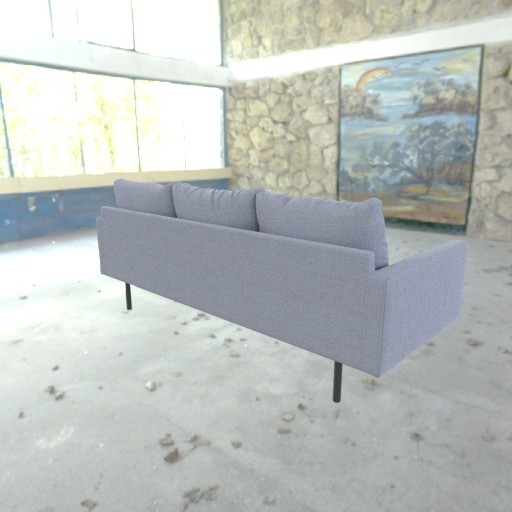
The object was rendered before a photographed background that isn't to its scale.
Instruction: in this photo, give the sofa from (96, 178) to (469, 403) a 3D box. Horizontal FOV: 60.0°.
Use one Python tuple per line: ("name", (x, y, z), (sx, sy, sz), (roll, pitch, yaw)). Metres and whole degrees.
("sofa", (0.000, 0.000, 2.481), (2.000, 0.830, 0.850), (12, 18, 41))
